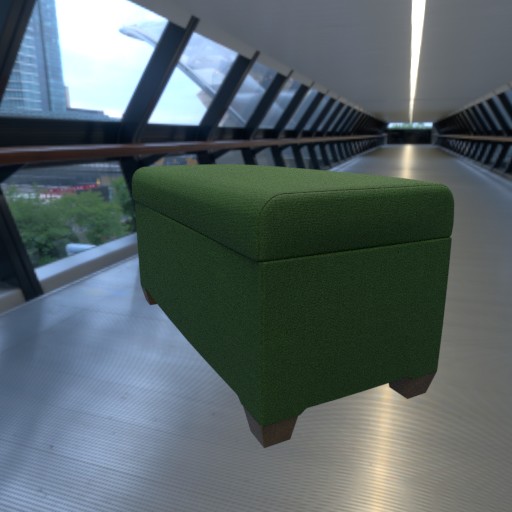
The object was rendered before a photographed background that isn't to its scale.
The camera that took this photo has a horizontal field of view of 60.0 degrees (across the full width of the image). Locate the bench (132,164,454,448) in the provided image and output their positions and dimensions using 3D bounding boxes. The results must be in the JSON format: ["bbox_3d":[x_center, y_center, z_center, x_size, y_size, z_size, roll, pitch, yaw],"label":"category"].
[{"bbox_3d":[0.000,0.000,1.284,0.505,0.501,0.989,-7,16,-26],"label":"bench"}]
